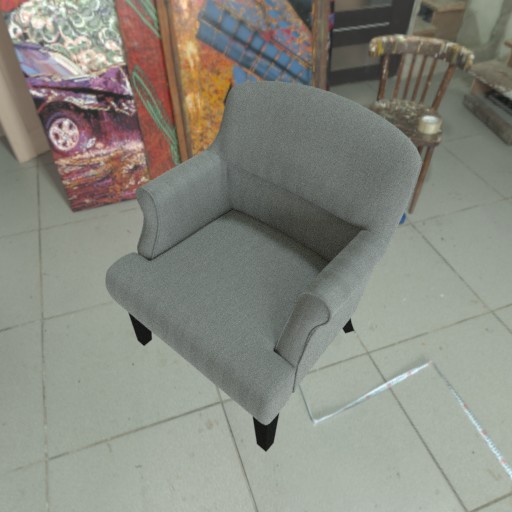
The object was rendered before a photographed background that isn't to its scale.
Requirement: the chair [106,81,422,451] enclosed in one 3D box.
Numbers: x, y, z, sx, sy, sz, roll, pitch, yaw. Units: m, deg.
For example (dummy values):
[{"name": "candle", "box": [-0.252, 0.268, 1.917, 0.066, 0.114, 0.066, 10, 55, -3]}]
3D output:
[{"name": "chair", "box": [0.000, 0.000, 1.480, 0.772, 0.880, 0.755, 32, 53, 27]}]
